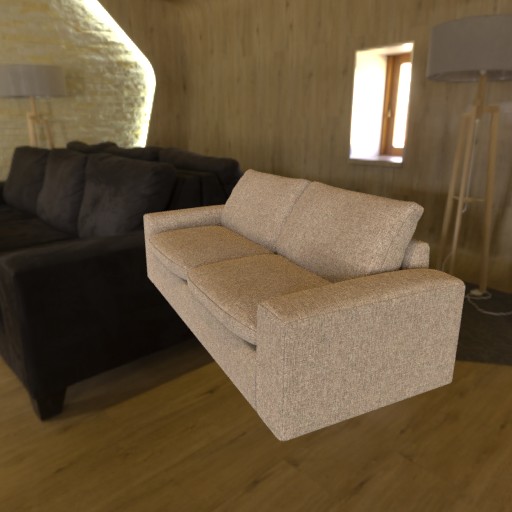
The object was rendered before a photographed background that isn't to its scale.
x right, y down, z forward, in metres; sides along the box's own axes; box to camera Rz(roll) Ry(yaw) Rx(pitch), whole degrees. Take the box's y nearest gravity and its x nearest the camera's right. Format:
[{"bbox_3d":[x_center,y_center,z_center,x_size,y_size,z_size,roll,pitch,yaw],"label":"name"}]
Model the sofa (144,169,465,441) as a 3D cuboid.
[{"bbox_3d":[0.000,0.000,2.845,1.040,0.922,2.299,-8,18,-25],"label":"sofa"}]
